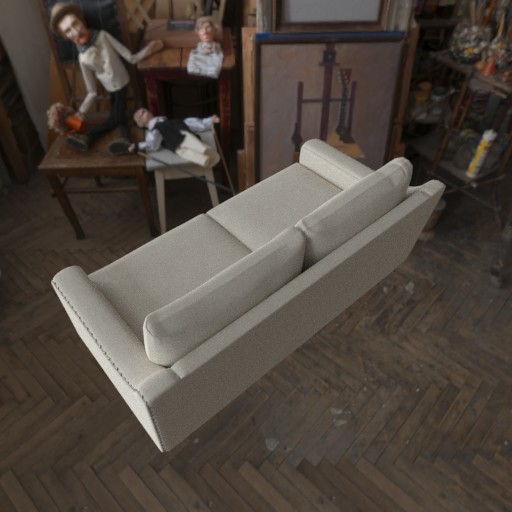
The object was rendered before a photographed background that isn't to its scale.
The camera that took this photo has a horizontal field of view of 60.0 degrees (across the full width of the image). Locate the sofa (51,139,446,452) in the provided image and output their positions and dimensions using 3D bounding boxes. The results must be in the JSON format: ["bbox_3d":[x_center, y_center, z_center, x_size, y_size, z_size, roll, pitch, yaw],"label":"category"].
[{"bbox_3d":[0.000,0.000,2.729,2.107,0.983,1.104,-33,55,-26],"label":"sofa"}]
